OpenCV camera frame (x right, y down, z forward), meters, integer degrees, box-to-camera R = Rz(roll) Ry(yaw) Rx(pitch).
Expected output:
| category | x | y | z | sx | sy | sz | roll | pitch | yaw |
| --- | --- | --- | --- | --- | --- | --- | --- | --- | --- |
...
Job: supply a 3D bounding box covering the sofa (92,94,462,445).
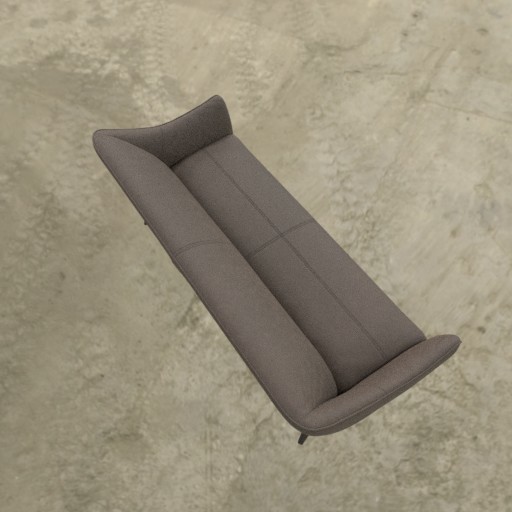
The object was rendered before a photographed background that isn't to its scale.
| category | x | y | z | sx | sy | sz | roll | pitch | yaw |
| --- | --- | --- | --- | --- | --- | --- | --- | --- | --- |
| sofa | 0.000 | 0.000 | 2.326 | 0.869 | 0.831 | 1.928 | -31 | 64 | -17 |
